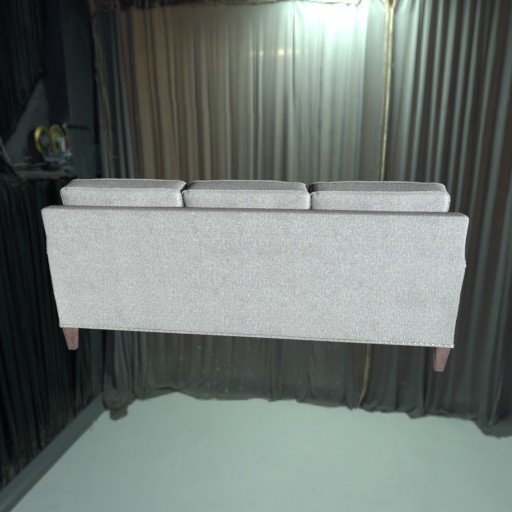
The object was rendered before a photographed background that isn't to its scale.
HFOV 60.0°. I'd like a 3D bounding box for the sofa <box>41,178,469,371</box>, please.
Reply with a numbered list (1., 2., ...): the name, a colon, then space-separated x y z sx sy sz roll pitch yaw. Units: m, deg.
1. sofa: 0.000 0.000 2.802 2.246 1.003 1.084 2 14 7
